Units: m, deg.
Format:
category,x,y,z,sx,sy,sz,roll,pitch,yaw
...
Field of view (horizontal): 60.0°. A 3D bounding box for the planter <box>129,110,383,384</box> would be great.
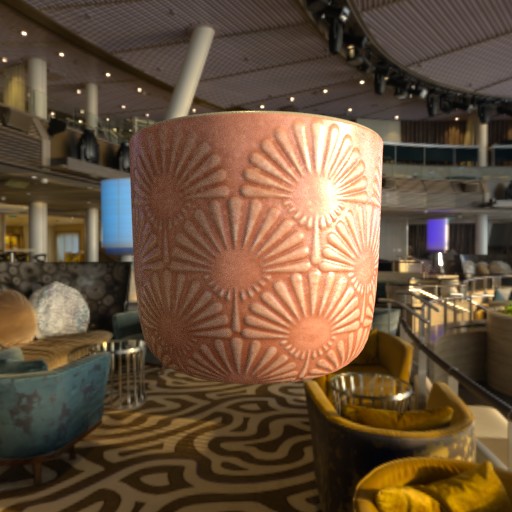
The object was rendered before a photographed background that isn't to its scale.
category,x,y,z,sx,sy,sz,roll,pitch,yaw
planter,0.000,0.000,0.225,0.124,0.109,0.124,0,1,0
